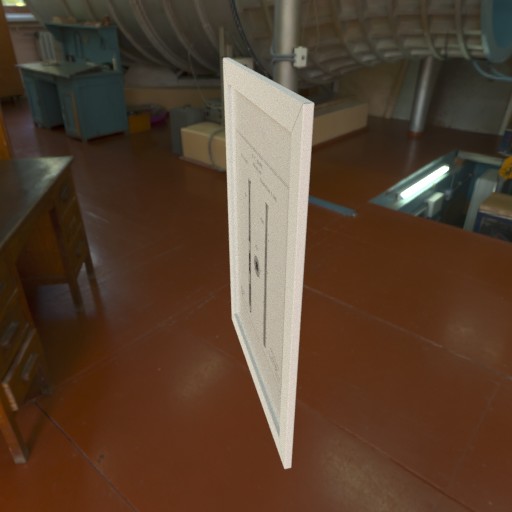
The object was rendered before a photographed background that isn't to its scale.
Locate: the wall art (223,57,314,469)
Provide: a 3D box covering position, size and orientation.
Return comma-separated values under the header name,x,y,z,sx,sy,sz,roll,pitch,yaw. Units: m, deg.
name,x,y,z,sx,sy,sz,roll,pitch,yaw
wall art,0.000,0.000,0.690,0.012,0.529,0.374,-8,31,-13
